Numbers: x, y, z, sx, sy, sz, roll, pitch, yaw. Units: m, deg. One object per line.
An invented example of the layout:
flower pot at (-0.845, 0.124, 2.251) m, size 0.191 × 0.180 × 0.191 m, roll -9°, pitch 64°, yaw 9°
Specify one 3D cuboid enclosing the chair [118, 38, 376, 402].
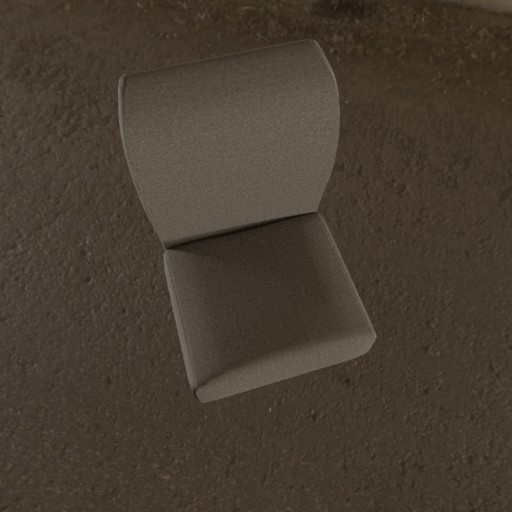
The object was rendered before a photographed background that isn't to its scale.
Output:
chair at (0.000, 0.000, 1.178) m, size 0.513 × 0.804 × 0.592 m, roll -16°, pitch 63°, yaw -8°
